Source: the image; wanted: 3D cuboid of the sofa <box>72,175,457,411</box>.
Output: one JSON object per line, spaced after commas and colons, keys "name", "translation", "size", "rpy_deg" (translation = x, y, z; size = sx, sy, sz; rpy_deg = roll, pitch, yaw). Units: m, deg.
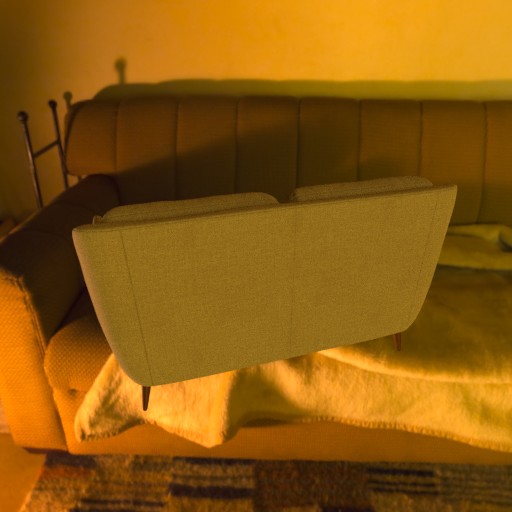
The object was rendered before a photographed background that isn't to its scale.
{"name": "sofa", "translation": [0.000, 0.000, 2.228], "size": [1.652, 0.888, 0.965], "rpy_deg": [-8, 28, -16]}
